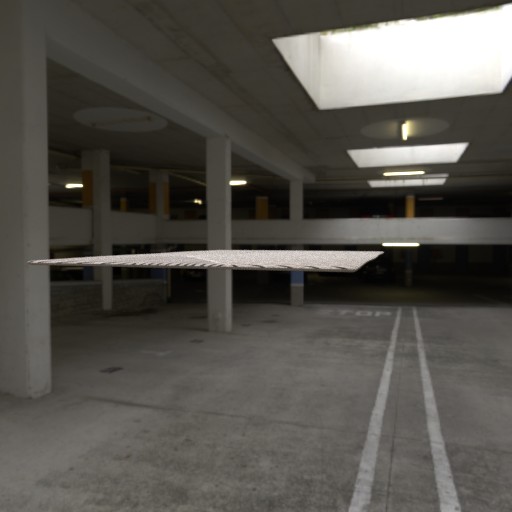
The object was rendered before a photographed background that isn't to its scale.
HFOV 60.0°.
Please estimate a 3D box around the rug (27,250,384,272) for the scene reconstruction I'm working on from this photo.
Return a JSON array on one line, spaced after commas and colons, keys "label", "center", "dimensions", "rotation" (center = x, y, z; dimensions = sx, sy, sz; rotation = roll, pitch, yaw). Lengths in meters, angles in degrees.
[{"label": "rug", "center": [0.000, 0.000, 2.362], "dimensions": [1.237, 0.019, 1.842], "rotation": [1, 2, 19]}]
